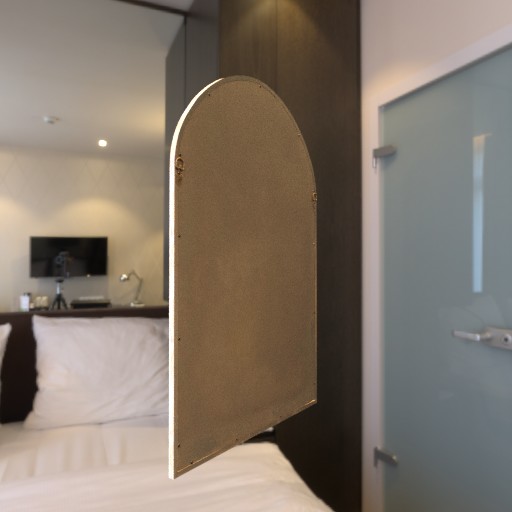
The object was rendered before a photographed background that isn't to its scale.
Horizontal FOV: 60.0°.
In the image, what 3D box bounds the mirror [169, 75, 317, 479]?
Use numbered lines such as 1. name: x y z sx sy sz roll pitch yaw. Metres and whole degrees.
1. mirror: 0.000 0.000 1.161 0.032 0.915 0.609 -1 -1 36
